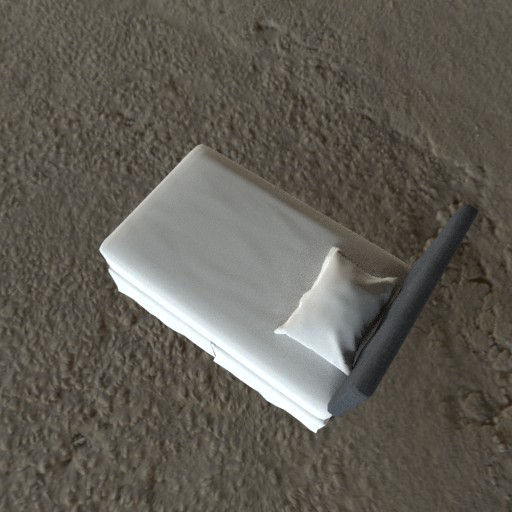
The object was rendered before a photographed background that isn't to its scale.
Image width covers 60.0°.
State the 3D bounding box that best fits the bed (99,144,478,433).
[{"bbox_3d":[0.000,0.000,2.983,1.997,1.571,1.261,33,69,14],"label":"bed"}]
